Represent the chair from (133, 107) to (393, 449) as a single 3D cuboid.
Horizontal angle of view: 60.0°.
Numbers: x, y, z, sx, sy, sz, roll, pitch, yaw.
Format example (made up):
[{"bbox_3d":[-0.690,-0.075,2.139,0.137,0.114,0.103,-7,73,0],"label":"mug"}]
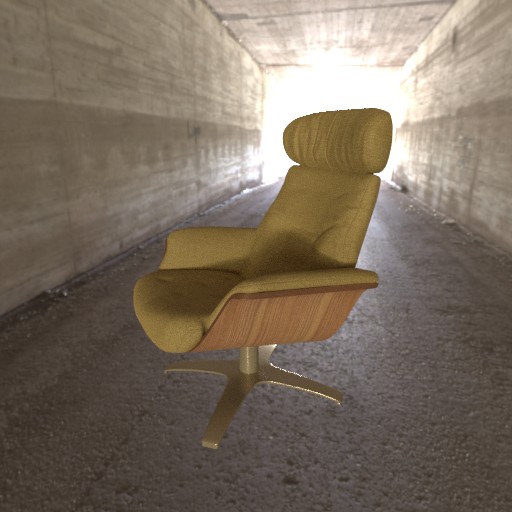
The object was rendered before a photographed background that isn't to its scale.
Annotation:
[{"bbox_3d":[0.000,0.000,1.551,0.837,0.995,0.785,-7,17,-25],"label":"chair"}]
